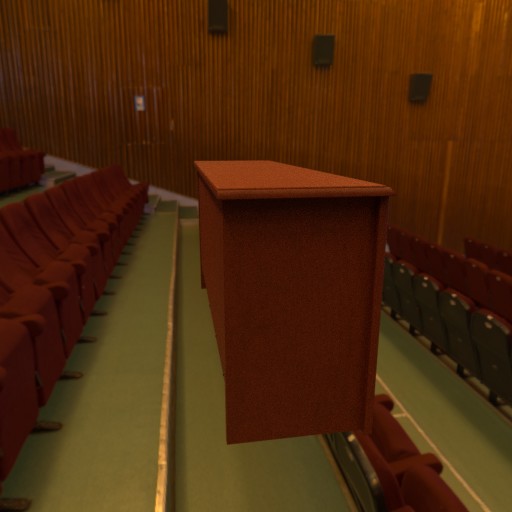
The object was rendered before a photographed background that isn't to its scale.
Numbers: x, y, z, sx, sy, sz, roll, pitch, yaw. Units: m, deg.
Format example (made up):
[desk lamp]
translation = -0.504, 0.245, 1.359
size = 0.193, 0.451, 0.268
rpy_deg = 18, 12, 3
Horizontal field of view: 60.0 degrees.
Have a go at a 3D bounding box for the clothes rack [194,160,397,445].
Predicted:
[clothes rack]
translation = 0.000, 0.000, 1.533
size = 0.362, 0.594, 1.251
rpy_deg = -2, 15, -9
